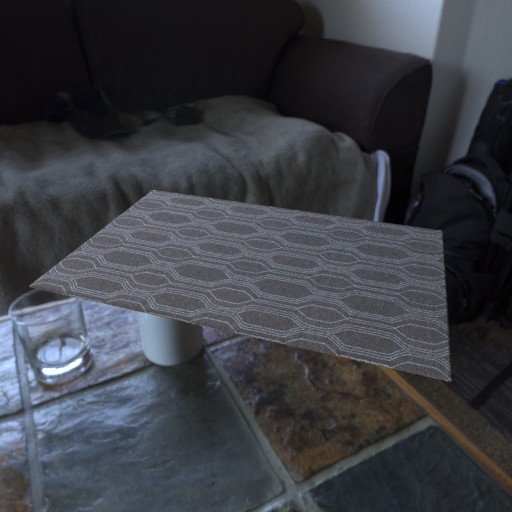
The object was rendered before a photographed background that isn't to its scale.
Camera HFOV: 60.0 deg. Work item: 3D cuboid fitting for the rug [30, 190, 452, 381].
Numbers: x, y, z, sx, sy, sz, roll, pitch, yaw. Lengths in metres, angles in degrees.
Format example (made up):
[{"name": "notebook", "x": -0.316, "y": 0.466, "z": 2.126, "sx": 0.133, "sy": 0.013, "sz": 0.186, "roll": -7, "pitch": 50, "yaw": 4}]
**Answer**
[{"name": "rug", "x": 0.000, "y": 0.000, "z": 3.039, "sx": 2.457, "sy": 0.012, "sz": 1.541, "roll": 10, "pitch": 34, "yaw": 15}]
